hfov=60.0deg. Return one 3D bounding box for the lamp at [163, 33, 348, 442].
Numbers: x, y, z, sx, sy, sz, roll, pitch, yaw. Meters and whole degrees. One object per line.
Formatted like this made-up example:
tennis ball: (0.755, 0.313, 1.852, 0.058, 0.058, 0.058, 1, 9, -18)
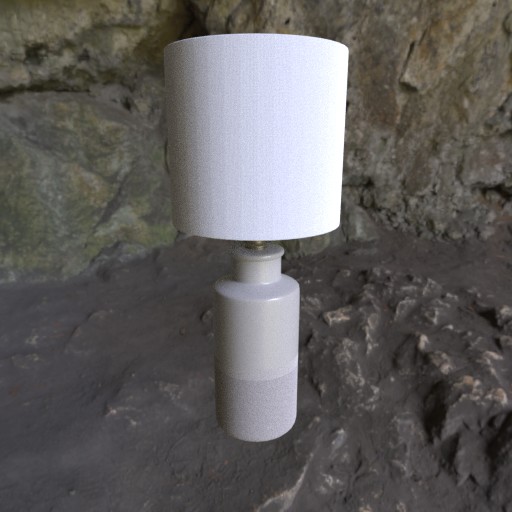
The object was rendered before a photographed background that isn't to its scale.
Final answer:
lamp: (0.000, 0.000, 0.584, 0.212, 0.493, 0.212, 2, 16, 8)
